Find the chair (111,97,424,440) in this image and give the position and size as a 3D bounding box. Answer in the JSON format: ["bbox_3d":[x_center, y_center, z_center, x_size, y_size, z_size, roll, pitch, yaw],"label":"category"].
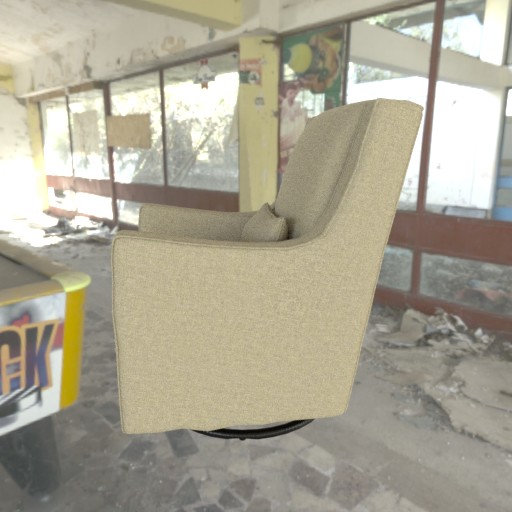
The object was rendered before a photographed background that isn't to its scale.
[{"bbox_3d":[0.000,0.000,1.511,0.879,0.993,0.732,-2,13,-8],"label":"chair"}]
